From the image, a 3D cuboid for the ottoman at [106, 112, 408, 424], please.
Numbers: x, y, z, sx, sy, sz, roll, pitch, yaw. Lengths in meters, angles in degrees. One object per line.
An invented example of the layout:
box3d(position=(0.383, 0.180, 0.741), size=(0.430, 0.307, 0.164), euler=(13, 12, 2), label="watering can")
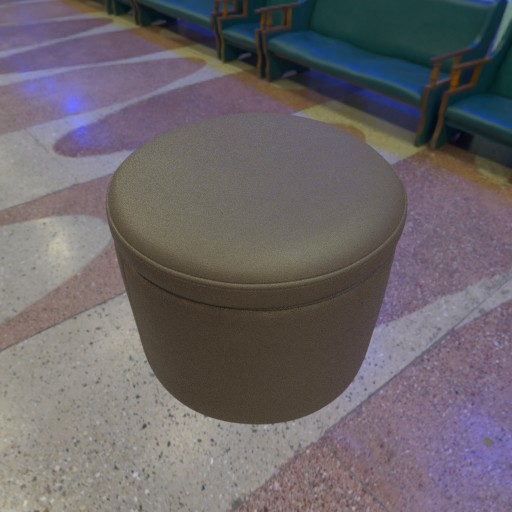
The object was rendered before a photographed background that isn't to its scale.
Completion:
box3d(position=(0.000, 0.000, 0.860), size=(0.500, 0.409, 0.500), euler=(0, 42, 0), label="ottoman")
